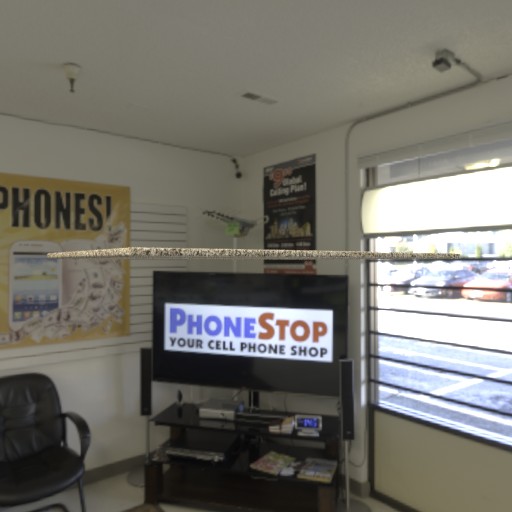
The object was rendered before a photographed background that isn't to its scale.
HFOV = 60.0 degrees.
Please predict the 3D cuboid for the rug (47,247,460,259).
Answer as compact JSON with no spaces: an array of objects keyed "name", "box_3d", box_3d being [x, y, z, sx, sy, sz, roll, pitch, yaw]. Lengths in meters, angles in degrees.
[{"name":"rug","box_3d":[0.000,0.000,2.300,1.778,0.030,1.219,0,-1,-36]}]
